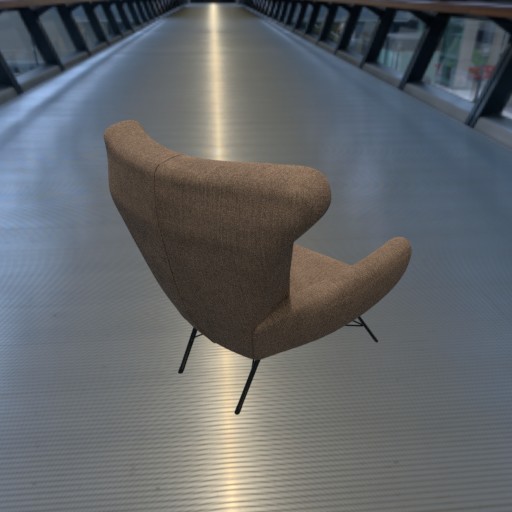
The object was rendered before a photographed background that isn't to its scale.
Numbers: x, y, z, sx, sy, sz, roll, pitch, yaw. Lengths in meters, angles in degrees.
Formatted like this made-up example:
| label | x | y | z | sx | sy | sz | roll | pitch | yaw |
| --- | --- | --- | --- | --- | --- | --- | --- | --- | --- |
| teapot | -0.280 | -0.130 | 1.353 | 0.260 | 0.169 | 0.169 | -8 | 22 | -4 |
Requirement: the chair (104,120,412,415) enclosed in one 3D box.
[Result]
| label | x | y | z | sx | sy | sz | roll | pitch | yaw |
| --- | --- | --- | --- | --- | --- | --- | --- | --- | --- |
| chair | 0.000 | 0.000 | 1.786 | 0.980 | 1.040 | 0.900 | 22 | 37 | 34 |
